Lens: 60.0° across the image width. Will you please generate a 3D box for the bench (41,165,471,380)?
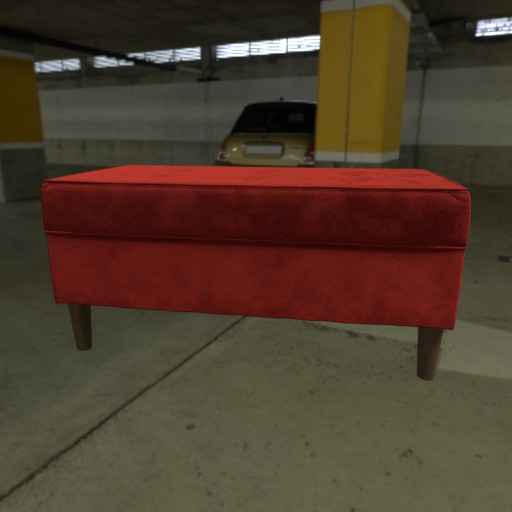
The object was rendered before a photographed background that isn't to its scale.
[{"bbox_3d":[0.000,0.000,1.284,1.016,0.471,0.492,3,16,9],"label":"bench"}]
